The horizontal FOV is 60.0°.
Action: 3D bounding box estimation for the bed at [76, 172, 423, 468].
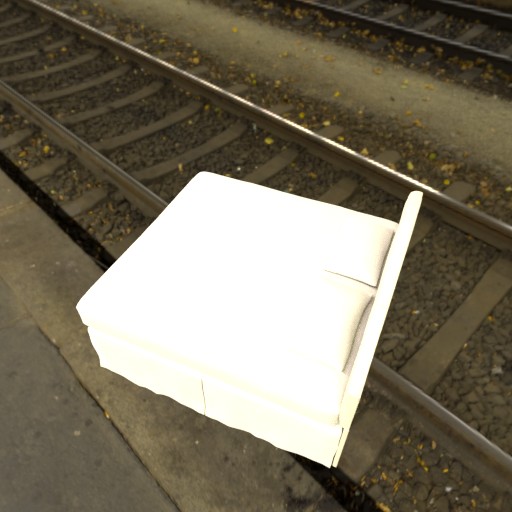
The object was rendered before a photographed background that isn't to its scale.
[{"bbox_3d":[0.000,0.000,3.455,2.086,1.555,2.012,18,48,17],"label":"bed"}]
